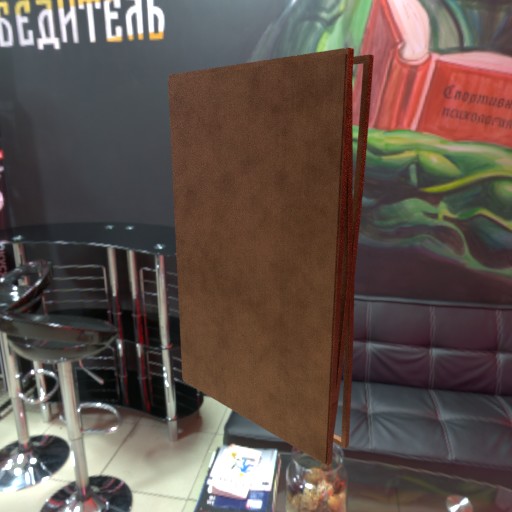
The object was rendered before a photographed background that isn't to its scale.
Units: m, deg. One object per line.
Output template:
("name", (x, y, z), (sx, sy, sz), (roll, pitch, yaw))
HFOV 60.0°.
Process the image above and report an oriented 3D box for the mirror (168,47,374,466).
("mirror", (0.000, 0.000, 0.965), (0.468, 0.768, 0.082), (14, 20, 41))
